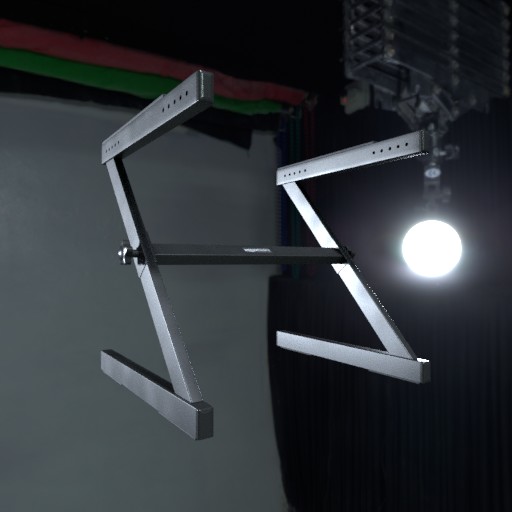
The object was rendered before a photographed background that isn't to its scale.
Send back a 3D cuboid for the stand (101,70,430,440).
[{"bbox_3d":[0.000,0.000,1.138,0.700,0.617,0.586,0,-1,-34],"label":"stand"}]
